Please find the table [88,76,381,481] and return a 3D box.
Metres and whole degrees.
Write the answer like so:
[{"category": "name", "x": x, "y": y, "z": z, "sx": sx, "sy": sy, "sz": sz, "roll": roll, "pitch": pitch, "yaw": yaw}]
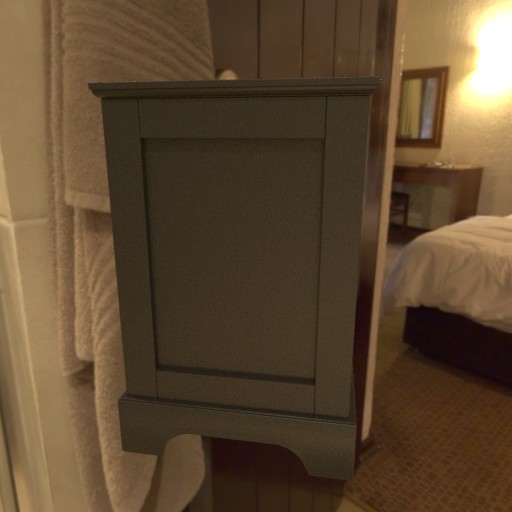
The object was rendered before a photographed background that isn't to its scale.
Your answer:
[{"category": "table", "x": 0.000, "y": 0.000, "z": 0.886, "sx": 0.399, "sy": 0.610, "sz": 0.460, "roll": 3, "pitch": 16, "yaw": 10}]
